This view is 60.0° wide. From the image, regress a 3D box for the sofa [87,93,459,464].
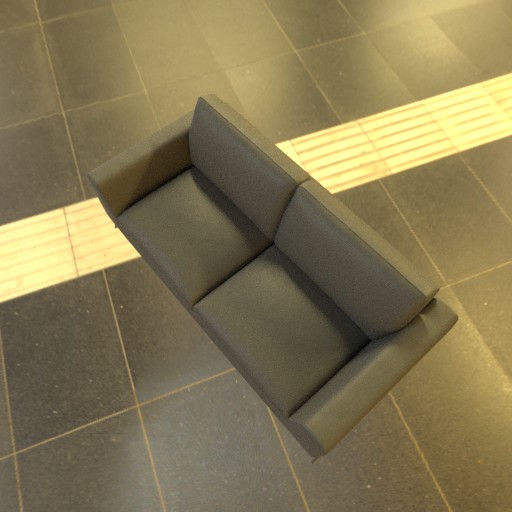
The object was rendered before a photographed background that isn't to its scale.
[{"bbox_3d":[0.000,0.000,2.547,0.953,0.875,2.017,-37,68,-18],"label":"sofa"}]
